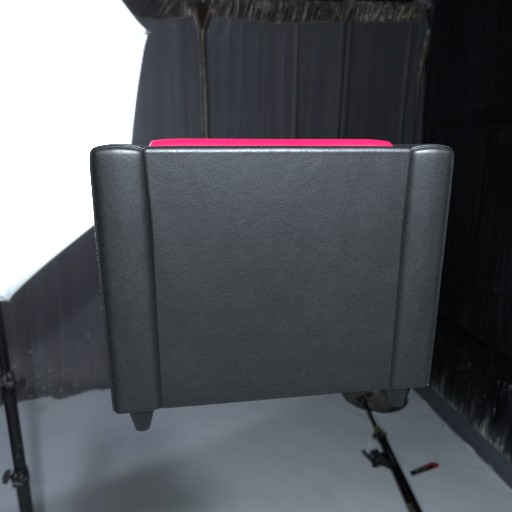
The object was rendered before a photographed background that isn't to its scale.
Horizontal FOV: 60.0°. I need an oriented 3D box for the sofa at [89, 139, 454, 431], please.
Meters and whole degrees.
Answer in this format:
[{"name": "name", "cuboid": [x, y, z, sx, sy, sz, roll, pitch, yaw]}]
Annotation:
[{"name": "sofa", "cuboid": [0.000, 0.000, 1.443, 0.839, 0.724, 0.809, -2, 14, -9]}]
